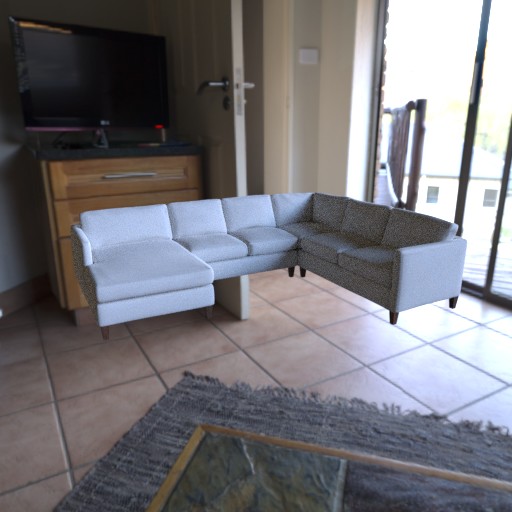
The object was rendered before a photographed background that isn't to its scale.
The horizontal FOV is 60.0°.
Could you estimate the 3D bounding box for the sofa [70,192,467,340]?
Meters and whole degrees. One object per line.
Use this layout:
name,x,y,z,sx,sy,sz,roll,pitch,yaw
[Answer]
sofa,0.000,0.000,4.761,3.459,0.956,2.593,-8,18,-27
